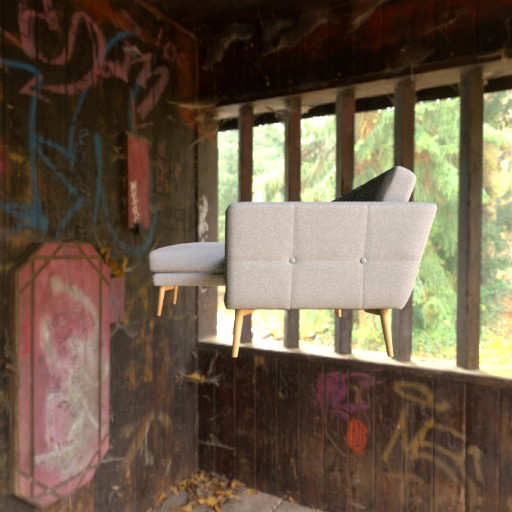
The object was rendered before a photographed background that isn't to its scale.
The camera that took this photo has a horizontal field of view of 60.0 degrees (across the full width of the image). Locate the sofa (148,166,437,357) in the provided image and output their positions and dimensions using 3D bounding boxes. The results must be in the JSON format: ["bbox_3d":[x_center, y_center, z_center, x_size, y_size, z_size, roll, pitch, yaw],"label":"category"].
[{"bbox_3d":[0.000,0.000,2.860,1.530,0.860,2.040,0,1,-1],"label":"sofa"}]
